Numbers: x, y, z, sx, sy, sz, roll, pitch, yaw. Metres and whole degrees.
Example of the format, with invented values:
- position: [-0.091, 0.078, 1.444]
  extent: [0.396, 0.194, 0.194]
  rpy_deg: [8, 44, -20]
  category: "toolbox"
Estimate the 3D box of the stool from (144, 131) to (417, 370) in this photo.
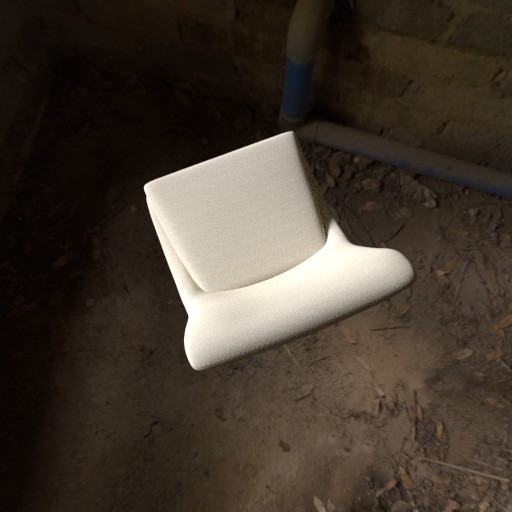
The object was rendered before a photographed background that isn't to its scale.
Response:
- position: [0.000, 0.000, 1.299]
  extent: [0.483, 0.991, 0.559]
  rpy_deg: [-21, 77, -5]
  category: "stool"
